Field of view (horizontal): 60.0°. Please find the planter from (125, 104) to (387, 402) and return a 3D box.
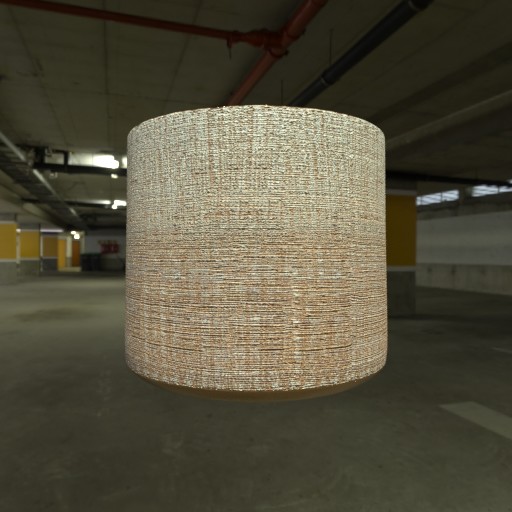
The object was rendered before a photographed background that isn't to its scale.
[{"bbox_3d":[0.000,0.000,0.312,0.177,0.157,0.177,0,0,0],"label":"planter"}]
